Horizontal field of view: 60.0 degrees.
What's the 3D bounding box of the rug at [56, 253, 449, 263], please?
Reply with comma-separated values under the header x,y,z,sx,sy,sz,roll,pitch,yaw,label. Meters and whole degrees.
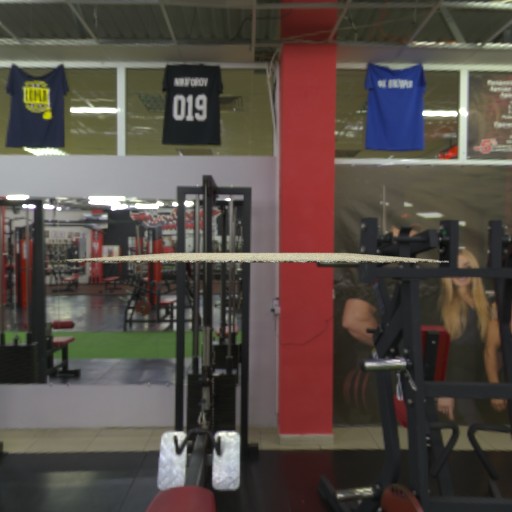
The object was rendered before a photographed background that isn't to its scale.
x,y,z,sx,sy,sz,roll,pitch,yaw,label
0.000,0.000,2.278,1.247,0.008,1.802,0,1,1,rug
